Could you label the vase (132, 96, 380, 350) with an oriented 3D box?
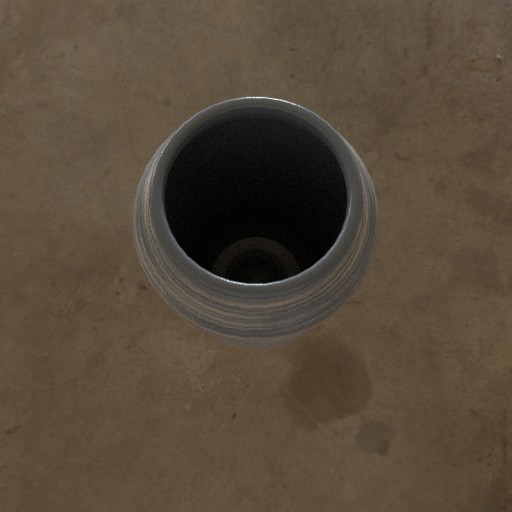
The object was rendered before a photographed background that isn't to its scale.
[{"bbox_3d":[0.000,0.000,0.289,0.116,0.230,0.116,0,77,0],"label":"vase"}]
